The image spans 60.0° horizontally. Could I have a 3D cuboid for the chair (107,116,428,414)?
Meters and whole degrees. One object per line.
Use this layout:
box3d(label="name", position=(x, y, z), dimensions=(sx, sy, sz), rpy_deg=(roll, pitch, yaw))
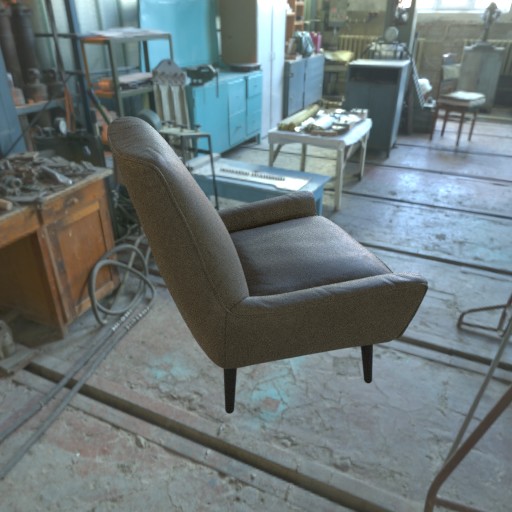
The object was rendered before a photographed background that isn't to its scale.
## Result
box3d(label="chair", position=(0.000, 0.000, 1.491), dimensions=(0.824, 0.888, 0.787), rpy_deg=(-10, 31, -17))
